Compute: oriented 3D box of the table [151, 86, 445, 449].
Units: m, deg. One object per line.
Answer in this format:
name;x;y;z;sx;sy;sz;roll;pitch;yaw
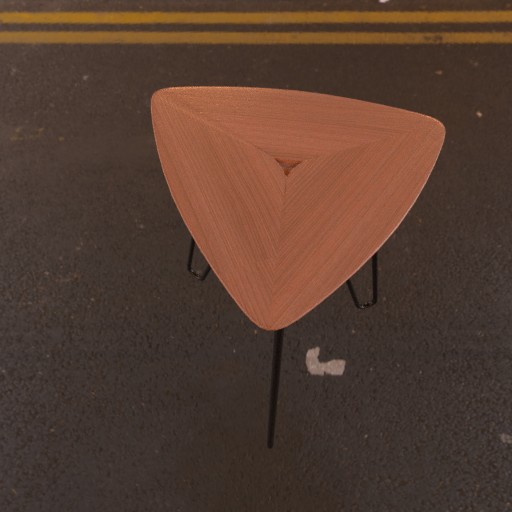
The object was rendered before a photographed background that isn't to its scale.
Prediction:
table;0.000;0.000;0.865;0.455;0.564;0.442;33;62;20
